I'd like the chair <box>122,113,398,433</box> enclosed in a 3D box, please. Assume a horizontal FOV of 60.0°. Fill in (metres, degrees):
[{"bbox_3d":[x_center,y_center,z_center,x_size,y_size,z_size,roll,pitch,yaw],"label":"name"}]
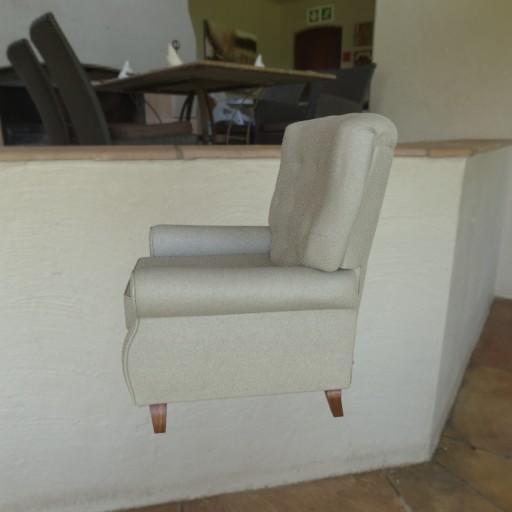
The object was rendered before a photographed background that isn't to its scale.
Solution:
[{"bbox_3d":[0.000,0.000,1.882,1.059,1.158,0.943,-2,16,-8],"label":"chair"}]
